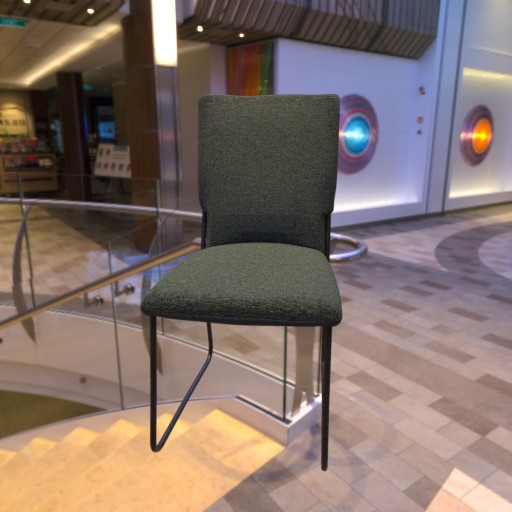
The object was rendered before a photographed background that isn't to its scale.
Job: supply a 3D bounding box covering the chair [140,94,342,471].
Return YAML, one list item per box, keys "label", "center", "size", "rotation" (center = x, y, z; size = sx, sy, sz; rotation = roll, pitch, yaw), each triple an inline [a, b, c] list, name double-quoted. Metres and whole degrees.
- label: "chair"
  center: [0.000, 0.000, 1.274]
  size: [0.480, 0.931, 0.635]
  rotation: [2, 15, 9]
